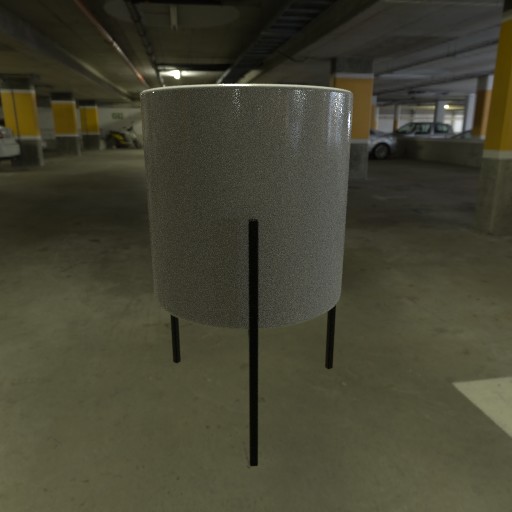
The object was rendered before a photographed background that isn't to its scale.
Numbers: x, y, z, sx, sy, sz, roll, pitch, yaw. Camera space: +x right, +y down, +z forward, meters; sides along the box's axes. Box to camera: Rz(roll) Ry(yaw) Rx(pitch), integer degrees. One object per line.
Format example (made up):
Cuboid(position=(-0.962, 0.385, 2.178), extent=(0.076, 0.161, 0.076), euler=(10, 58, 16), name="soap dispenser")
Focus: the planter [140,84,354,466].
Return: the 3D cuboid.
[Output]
Cuboid(position=(0.000, 0.000, 0.516), extent=(0.239, 0.356, 0.239), euler=(-8, 18, -26), name="planter")
